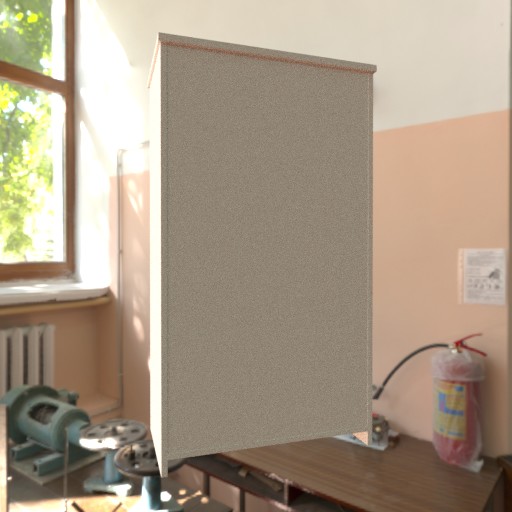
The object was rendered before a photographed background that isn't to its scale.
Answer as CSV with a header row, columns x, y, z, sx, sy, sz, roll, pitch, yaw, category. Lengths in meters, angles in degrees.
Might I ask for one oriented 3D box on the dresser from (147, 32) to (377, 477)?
x,y,z,sx,sy,sz,roll,pitch,yaw,category
0.000,0.000,1.541,0.704,1.255,0.399,0,1,-18,dresser
